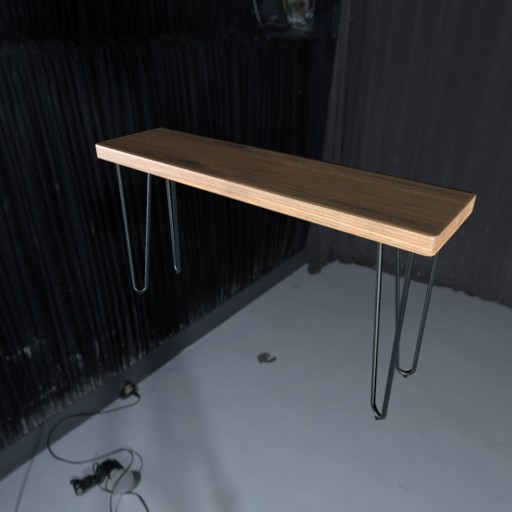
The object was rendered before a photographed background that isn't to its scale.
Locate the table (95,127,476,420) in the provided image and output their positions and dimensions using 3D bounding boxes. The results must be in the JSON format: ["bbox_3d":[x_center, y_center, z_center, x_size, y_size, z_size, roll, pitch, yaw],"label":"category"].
[{"bbox_3d":[0.000,0.000,1.973,1.570,0.834,0.425,21,35,32],"label":"table"}]
